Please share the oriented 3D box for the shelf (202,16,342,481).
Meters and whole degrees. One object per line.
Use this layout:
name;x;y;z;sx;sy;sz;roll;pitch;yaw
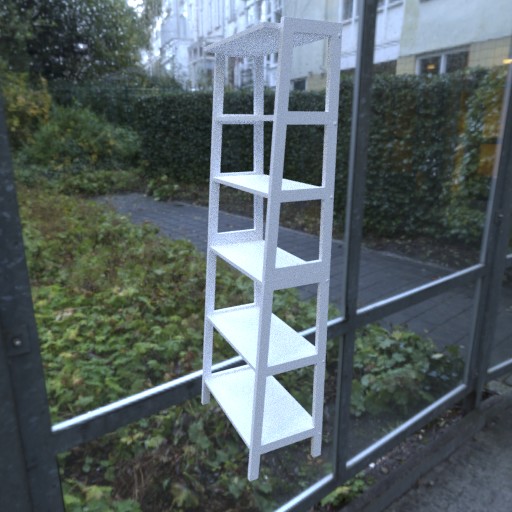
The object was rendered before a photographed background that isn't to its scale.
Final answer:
shelf;0.000;0.000;2.082;0.381;1.892;0.660;-8;19;-25
